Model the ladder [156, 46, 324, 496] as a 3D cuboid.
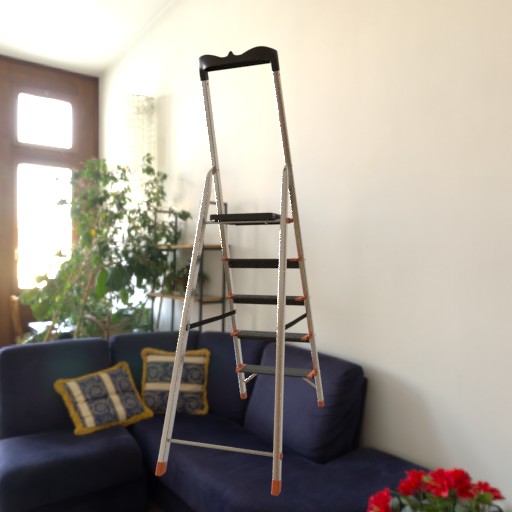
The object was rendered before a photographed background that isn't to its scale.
[{"bbox_3d":[0.000,0.000,2.063,0.480,1.646,0.995,0,0,18],"label":"ladder"}]
